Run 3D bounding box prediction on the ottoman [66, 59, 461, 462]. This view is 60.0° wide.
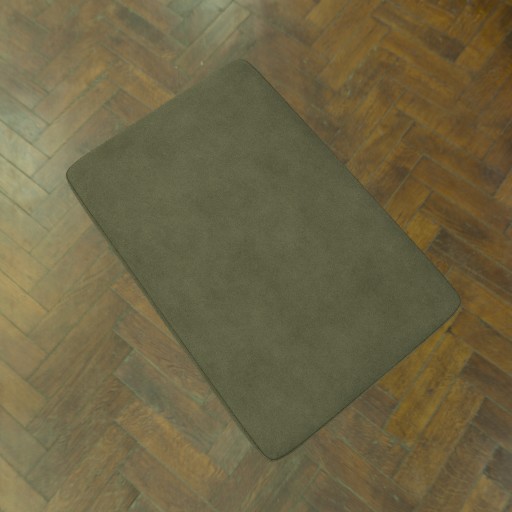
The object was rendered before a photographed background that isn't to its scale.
[{"bbox_3d":[0.000,0.000,1.210,0.584,0.483,0.864,-36,77,-10],"label":"ottoman"}]
